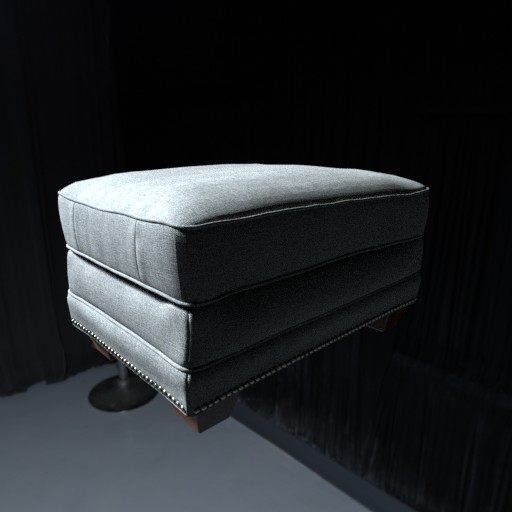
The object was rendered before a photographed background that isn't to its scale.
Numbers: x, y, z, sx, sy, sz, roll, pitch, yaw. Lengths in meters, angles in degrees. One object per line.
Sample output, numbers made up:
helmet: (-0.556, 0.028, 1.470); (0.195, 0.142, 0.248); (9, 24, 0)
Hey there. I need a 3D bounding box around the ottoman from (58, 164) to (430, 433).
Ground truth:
ottoman: (0.000, 0.000, 1.151); (0.813, 0.457, 0.561); (-15, 22, -41)
